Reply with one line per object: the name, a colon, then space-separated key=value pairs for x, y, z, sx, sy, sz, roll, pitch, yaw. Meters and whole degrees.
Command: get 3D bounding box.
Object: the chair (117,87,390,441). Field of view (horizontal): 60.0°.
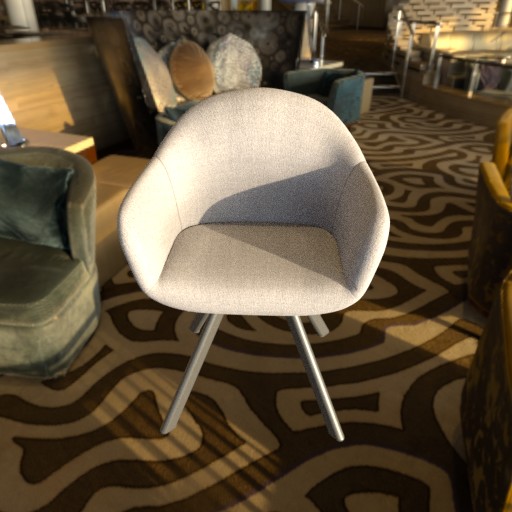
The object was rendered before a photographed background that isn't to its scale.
chair: x=0.000 y=0.000 z=1.212 sx=0.590 sy=0.795 sz=0.550 roll=1 pitch=30 yaw=2
